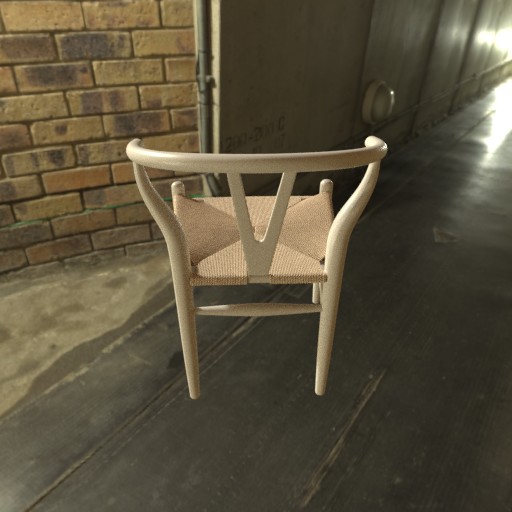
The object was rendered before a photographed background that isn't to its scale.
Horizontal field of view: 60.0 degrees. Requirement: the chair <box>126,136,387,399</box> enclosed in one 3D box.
[{"bbox_3d":[0.000,0.000,1.145,0.569,0.730,0.579,-1,32,-2],"label":"chair"}]
